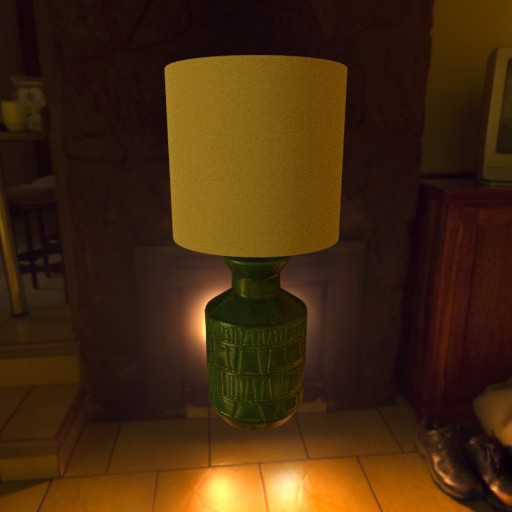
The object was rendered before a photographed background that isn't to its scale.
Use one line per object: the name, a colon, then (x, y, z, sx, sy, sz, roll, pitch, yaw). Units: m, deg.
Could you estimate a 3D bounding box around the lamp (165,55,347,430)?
lamp: (0.000, 0.000, 0.583, 0.211, 0.455, 0.211, -7, 17, -25)
